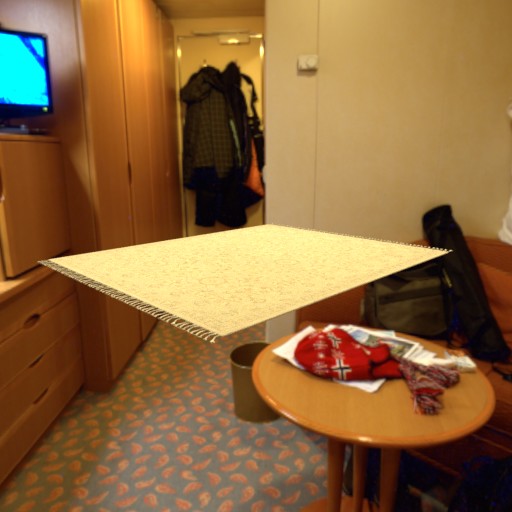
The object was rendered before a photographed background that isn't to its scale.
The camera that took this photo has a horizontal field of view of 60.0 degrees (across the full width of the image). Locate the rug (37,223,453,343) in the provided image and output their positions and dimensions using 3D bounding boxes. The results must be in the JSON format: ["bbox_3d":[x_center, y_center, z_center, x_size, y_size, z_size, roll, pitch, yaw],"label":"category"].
[{"bbox_3d":[0.000,0.000,4.099,3.043,0.013,2.444,-13,18,-43],"label":"rug"}]
